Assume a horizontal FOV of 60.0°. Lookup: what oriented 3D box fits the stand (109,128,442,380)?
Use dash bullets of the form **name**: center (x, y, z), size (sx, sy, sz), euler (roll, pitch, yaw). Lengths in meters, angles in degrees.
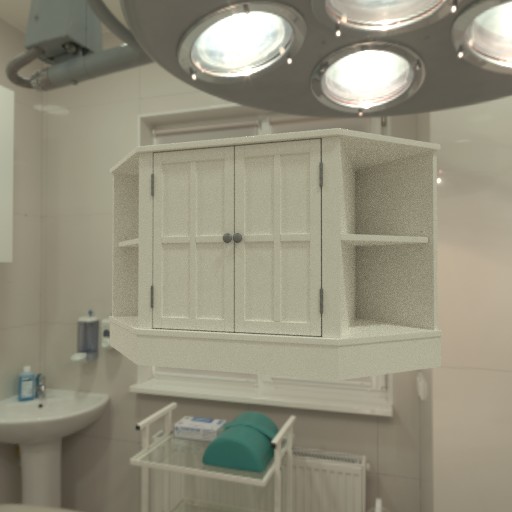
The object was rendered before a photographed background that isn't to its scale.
- **stand**: center (0.000, 0.000, 1.385), size (1.072, 0.614, 0.477), euler (0, -1, 18)
